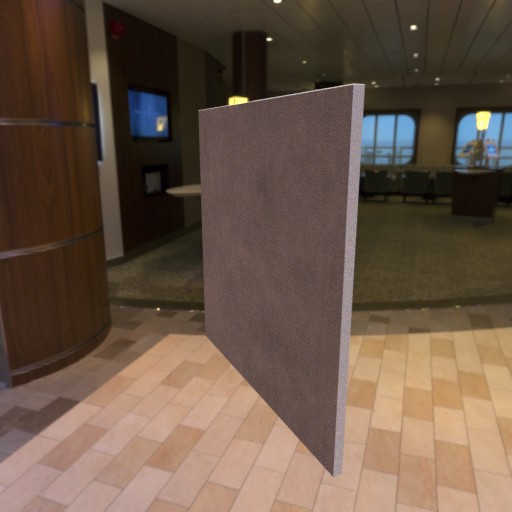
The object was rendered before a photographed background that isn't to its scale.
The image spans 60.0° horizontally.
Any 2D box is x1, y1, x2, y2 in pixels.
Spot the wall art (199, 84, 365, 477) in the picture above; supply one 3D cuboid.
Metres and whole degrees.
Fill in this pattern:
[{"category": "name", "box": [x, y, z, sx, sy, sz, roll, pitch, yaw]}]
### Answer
[{"category": "wall art", "box": [0.000, 0.000, 1.001, 0.020, 0.661, 0.664, -7, 16, -25]}]
